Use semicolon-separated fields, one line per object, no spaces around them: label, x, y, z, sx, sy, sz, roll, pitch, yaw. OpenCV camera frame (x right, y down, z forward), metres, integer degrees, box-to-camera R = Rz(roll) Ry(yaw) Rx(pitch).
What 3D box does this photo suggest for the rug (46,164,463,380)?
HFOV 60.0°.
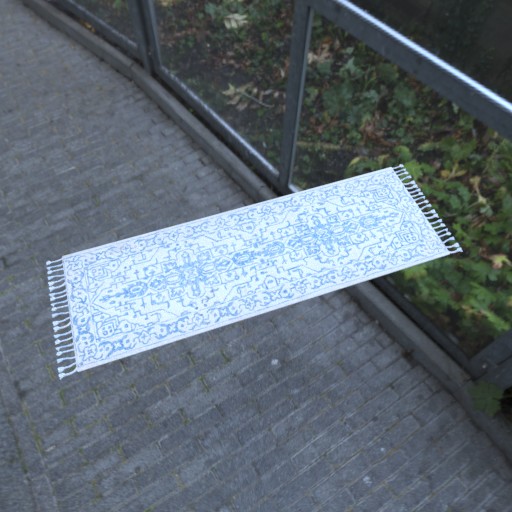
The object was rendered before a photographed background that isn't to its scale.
rug;0.000;0.000;2.720;2.449;0.011;0.774;-16;60;-10
